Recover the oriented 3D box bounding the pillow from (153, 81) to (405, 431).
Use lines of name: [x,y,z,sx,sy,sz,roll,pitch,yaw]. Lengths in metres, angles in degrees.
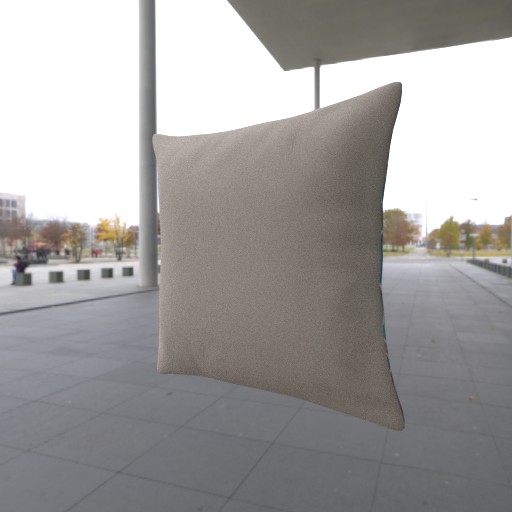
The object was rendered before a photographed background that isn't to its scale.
pillow: [0.000,0.000,0.790,0.526,0.507,0.166,1,1,36]
